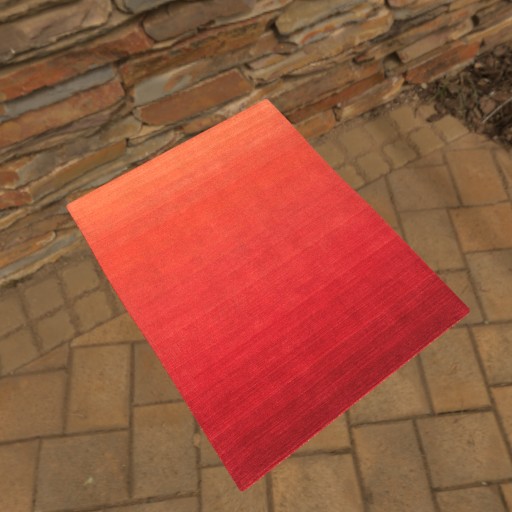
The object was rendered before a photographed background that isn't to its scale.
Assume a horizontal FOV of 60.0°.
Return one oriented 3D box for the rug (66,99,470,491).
[{"bbox_3d":[0.000,0.000,3.909,2.340,0.028,2.905,-33,68,-15],"label":"rug"}]
